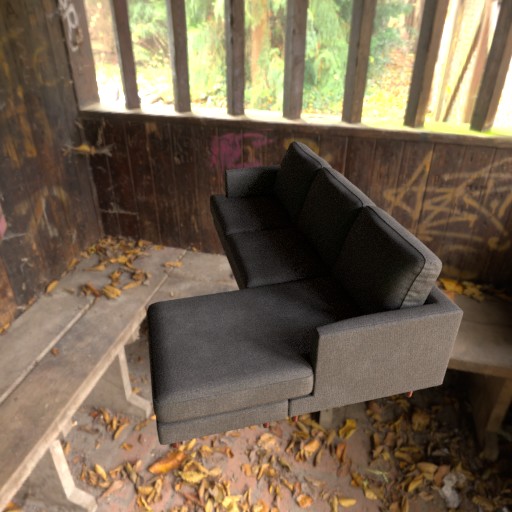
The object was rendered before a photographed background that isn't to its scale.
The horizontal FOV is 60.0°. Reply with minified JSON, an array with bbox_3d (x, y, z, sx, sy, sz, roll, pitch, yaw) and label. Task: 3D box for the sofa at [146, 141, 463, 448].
[{"bbox_3d":[0.000,0.000,3.002,1.504,0.956,2.233,-8,32,-12],"label":"sofa"}]
